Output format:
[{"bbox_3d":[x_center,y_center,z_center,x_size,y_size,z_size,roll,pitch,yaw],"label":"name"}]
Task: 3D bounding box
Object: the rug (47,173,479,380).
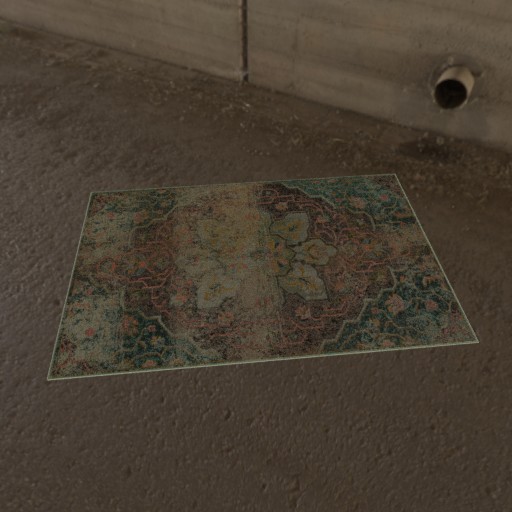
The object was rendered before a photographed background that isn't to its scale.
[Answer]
[{"bbox_3d":[0.000,0.000,2.890,2.363,0.004,1.566,-3,48,-3],"label":"rug"}]
